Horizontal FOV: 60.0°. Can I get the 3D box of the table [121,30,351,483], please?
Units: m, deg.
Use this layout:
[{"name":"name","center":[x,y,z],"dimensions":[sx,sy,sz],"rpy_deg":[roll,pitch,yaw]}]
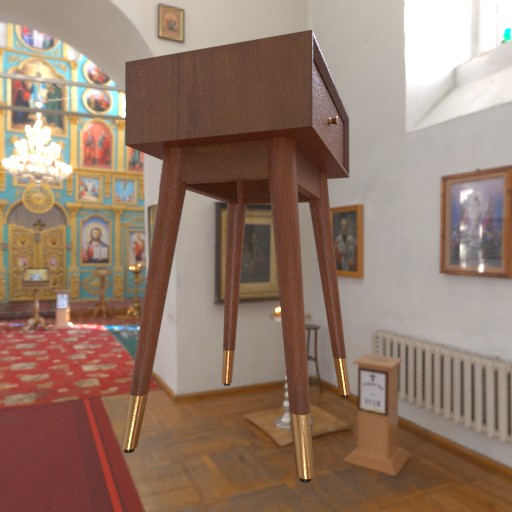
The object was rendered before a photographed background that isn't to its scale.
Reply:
[{"name":"table","center":[0.000,0.000,0.816],"dimensions":[0.300,0.599,0.406],"rpy_deg":[0,-1,19]}]
